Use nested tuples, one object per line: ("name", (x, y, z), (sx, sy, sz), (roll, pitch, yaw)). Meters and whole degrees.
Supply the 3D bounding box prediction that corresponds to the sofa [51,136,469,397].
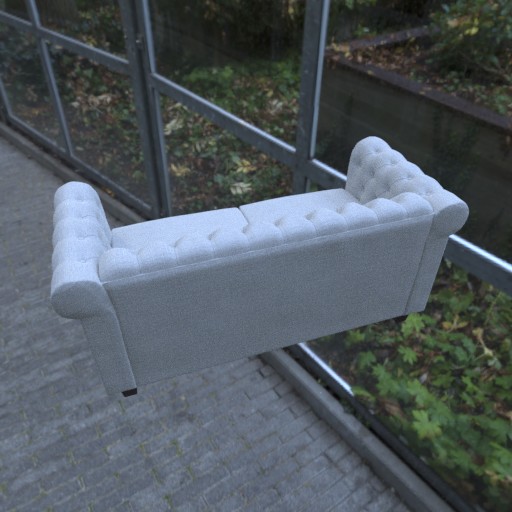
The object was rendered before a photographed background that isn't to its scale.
("sofa", (0.000, 0.000, 2.269), (1.798, 0.797, 0.783), (-12, 40, -14))
